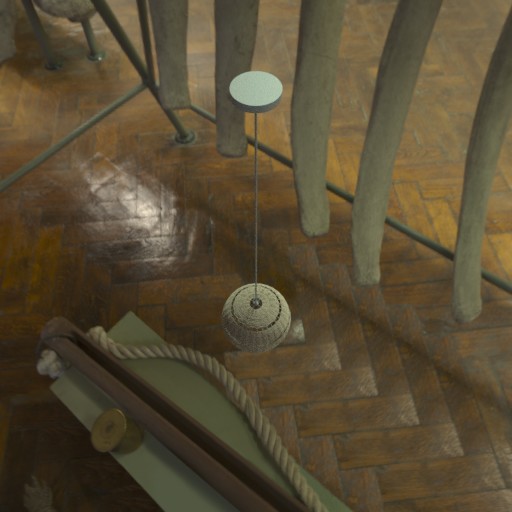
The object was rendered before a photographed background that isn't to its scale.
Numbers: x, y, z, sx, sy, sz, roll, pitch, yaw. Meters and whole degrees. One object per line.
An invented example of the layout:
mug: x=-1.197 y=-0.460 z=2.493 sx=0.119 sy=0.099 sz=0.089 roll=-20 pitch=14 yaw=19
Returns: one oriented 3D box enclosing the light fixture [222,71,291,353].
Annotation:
light fixture: x=0.000 y=0.000 z=2.248 sx=0.457 sy=2.019 sz=0.457 roll=35 pitch=65 yaw=19
